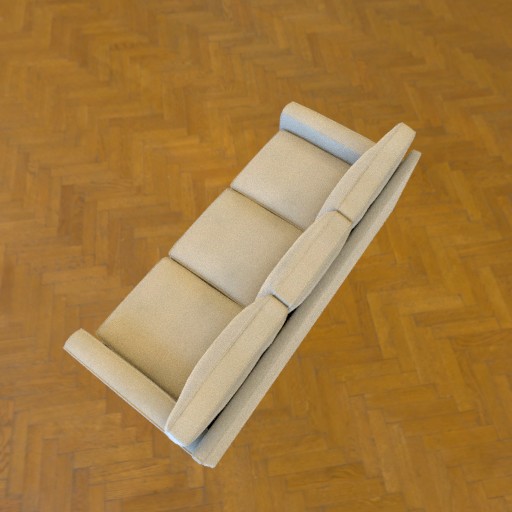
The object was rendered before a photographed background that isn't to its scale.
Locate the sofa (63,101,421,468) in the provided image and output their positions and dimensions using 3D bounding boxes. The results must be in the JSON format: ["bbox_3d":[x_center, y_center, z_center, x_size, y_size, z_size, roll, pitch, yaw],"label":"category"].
[{"bbox_3d":[0.000,0.000,2.595,0.935,0.862,2.088,33,68,15],"label":"sofa"}]
